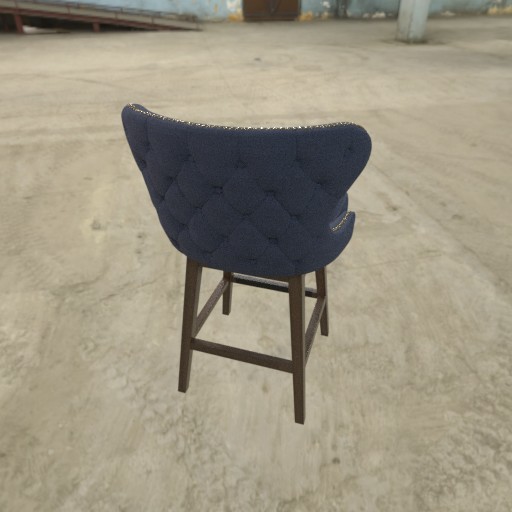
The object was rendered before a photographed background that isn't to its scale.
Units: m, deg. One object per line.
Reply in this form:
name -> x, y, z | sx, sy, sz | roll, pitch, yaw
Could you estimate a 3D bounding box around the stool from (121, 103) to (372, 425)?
stool -> 0.000, 0.000, 1.381 | 0.615, 0.972, 0.597 | 10, 34, 15
